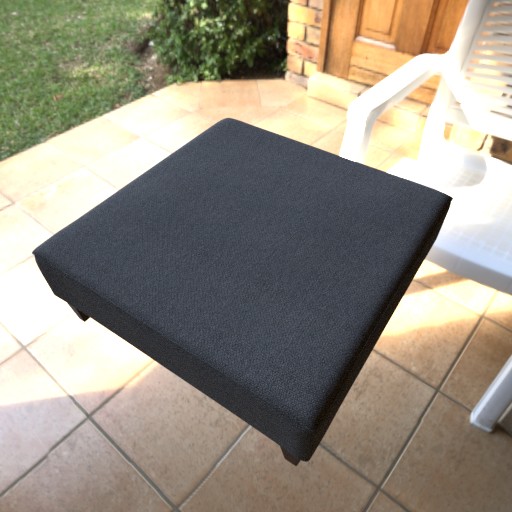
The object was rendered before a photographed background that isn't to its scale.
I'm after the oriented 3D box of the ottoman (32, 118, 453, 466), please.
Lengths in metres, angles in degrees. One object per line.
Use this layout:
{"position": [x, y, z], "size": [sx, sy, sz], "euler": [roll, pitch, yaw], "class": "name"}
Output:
{"position": [0.000, 0.000, 1.508], "size": [0.970, 0.378, 0.981], "euler": [26, 51, 23], "class": "ottoman"}
